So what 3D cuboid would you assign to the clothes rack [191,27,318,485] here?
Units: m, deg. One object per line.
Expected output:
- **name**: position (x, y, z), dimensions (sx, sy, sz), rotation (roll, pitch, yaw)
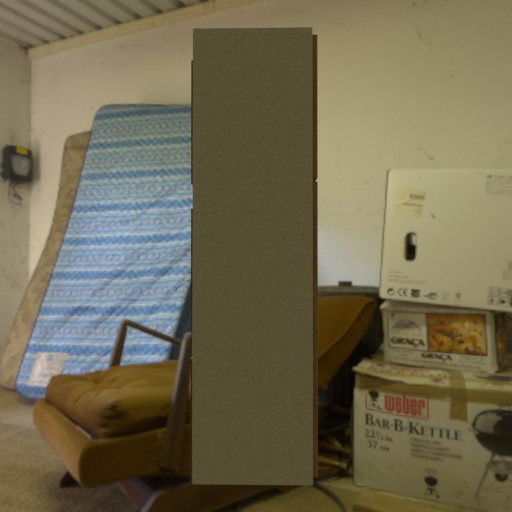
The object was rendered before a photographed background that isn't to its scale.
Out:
- **clothes rack**: position (0.000, 0.000, 1.399), dimensions (0.331, 1.187, 0.500), rotation (0, -1, 1)
